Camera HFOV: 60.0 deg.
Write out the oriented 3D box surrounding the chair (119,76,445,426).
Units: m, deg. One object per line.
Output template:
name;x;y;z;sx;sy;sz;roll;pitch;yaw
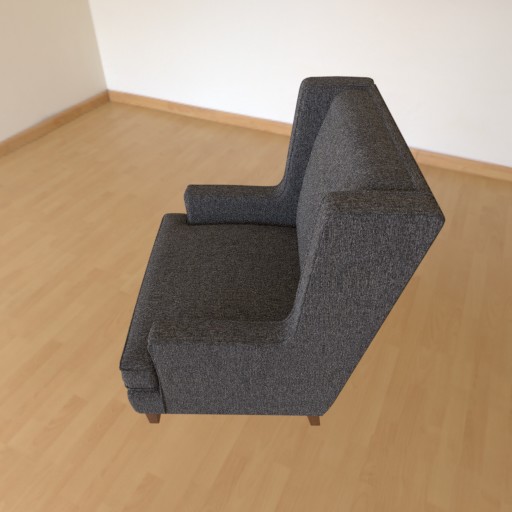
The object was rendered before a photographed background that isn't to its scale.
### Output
chair;0.000;0.000;1.747;0.927;1.082;0.942;1;41;1
